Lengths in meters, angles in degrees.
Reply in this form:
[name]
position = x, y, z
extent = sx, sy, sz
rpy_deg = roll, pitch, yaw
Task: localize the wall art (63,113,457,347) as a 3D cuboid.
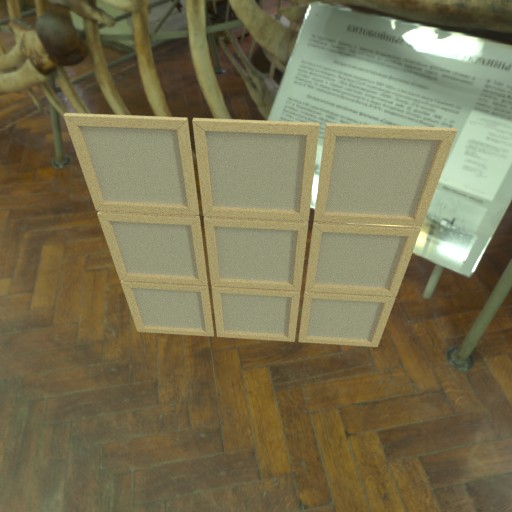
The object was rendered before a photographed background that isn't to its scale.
[wall art]
position = 0.000, 0.000, 1.808
extent = 1.217, 1.207, 0.016
rpy_deg = 3, 47, 3
